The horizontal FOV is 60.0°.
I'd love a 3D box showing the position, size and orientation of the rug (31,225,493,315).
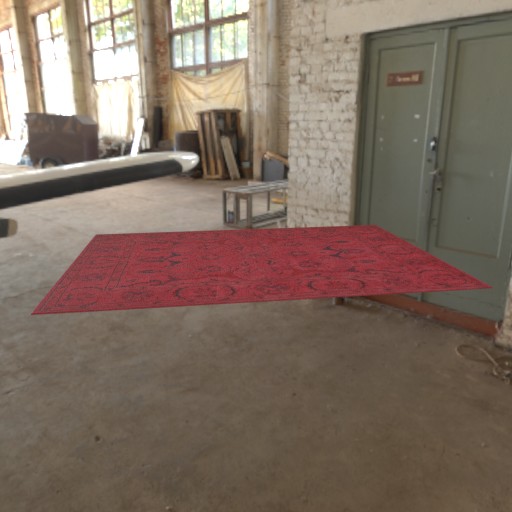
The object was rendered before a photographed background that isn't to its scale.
[{"bbox_3d":[0.000,0.000,2.287,1.814,0.008,1.209,-2,17,-8],"label":"rug"}]
